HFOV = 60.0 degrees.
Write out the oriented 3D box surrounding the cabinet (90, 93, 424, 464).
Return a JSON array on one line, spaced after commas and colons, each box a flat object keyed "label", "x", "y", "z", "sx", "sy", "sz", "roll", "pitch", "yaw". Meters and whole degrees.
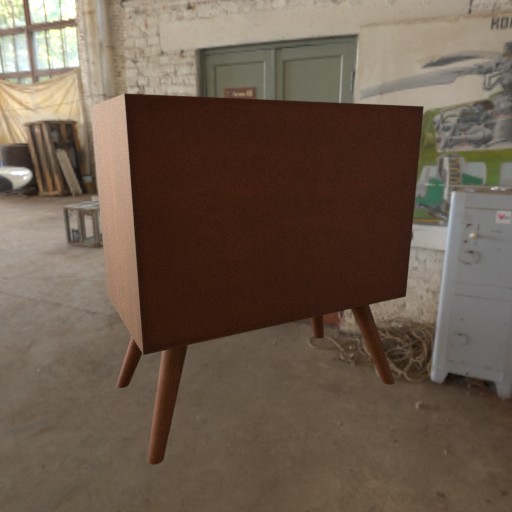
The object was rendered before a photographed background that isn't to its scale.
[{"label": "cabinet", "x": 0.000, "y": 0.000, "z": 1.169, "sx": 0.712, "sy": 0.748, "sz": 0.388, "roll": -8, "pitch": 17, "yaw": -27}]
